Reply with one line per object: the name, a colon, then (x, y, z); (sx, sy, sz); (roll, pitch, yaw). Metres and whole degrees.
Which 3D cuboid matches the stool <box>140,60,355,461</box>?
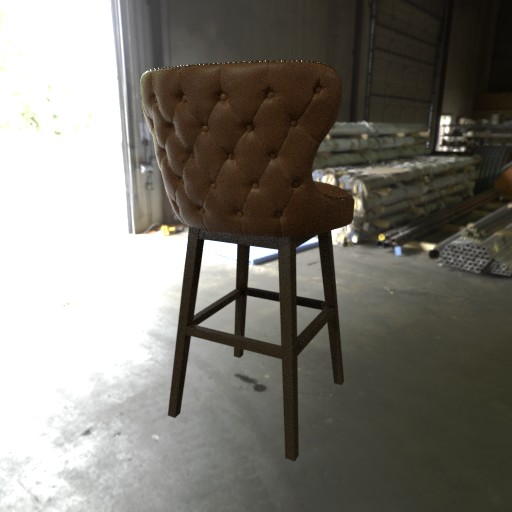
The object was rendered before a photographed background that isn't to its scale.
stool: (0.000, 0.000, 1.424); (0.591, 1.087, 0.606); (8, 18, 26)
